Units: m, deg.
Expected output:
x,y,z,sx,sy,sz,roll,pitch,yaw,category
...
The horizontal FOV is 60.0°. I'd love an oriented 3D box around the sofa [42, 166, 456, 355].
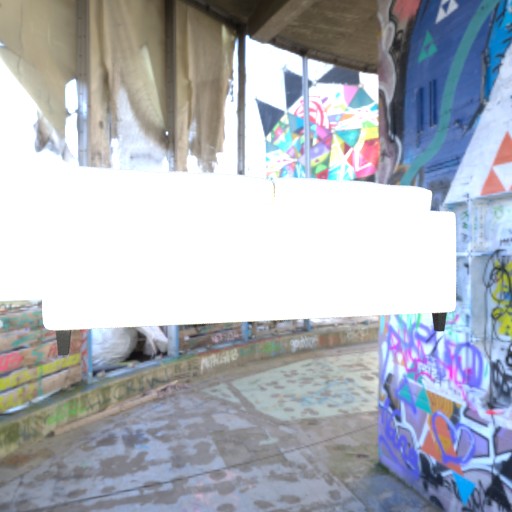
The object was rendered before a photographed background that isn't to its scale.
x,y,z,sx,sy,sz,roll,pitch,yaw,category
0.000,0.000,2.901,2.434,0.965,0.948,0,0,-18,sofa
